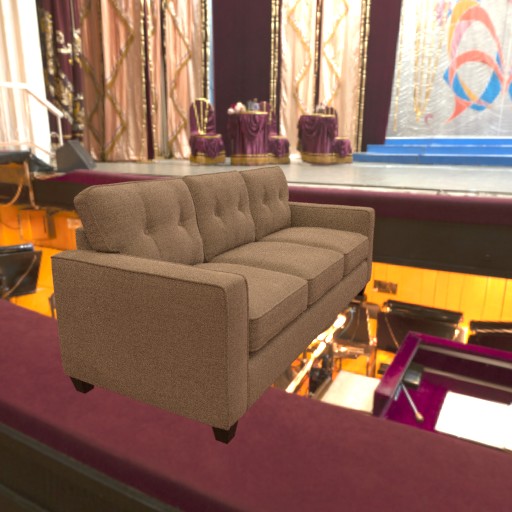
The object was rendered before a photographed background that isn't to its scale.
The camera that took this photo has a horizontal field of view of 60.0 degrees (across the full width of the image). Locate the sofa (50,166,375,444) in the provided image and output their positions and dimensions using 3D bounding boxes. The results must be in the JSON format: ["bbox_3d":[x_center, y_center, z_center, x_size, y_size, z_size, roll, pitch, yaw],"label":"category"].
[{"bbox_3d":[0.000,0.000,2.655,0.939,0.965,2.133,8,16,27],"label":"sofa"}]
